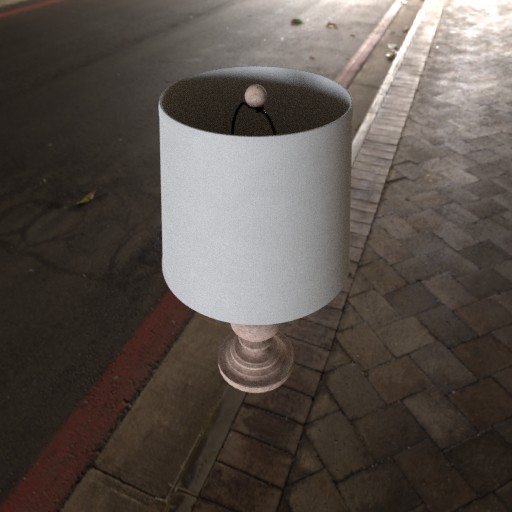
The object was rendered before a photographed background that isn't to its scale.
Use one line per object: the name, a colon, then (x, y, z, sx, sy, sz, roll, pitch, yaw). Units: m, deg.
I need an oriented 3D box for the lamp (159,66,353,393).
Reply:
lamp: (0.000, 0.000, 0.654, 0.273, 0.497, 0.273, 0, 40, 0)
